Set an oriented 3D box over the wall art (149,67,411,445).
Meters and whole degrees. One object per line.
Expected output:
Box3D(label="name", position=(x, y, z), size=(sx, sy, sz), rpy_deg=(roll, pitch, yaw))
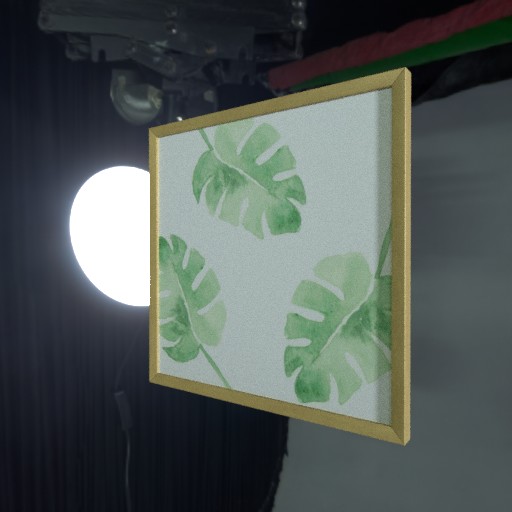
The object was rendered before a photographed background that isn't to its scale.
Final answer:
Box3D(label="wall art", position=(0.000, 0.000, 1.127), size=(0.763, 0.763, 0.037), rpy_deg=(0, 1, 35))
